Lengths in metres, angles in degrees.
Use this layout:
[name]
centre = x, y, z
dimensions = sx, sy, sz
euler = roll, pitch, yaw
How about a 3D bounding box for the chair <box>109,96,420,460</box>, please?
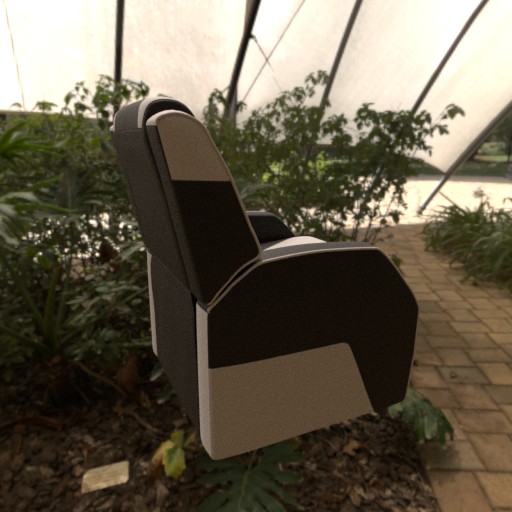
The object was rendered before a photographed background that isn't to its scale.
[chair]
centre = 0.000, 0.000, 1.251
dimensions = 0.672, 0.805, 0.620
euler = -7, 16, -24
